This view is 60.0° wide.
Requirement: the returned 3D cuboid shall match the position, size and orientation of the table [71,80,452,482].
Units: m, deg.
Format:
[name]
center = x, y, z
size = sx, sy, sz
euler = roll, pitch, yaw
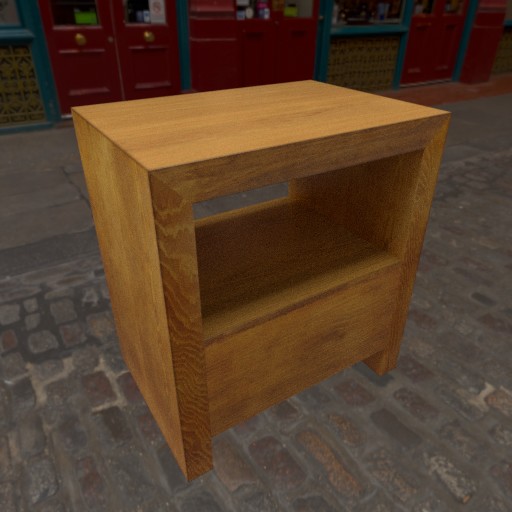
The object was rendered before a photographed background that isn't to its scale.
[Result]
[table]
center = 0.000, 0.000, 0.941
size = 0.550, 0.605, 0.400
euler = -18, 35, -27
